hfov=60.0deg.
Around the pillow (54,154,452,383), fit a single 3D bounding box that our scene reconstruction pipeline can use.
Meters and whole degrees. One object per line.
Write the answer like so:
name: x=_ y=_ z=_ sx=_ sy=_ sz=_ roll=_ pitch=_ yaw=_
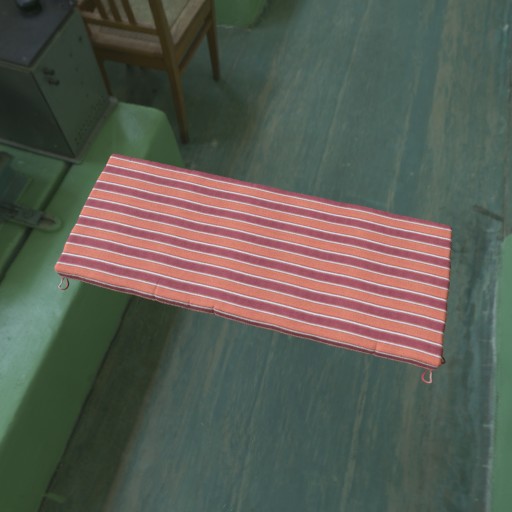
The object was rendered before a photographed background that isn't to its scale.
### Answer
pillow: x=0.000 y=0.000 z=1.364 sx=1.187 sy=0.081 sz=0.492 roll=13 pitch=64 yaw=6
